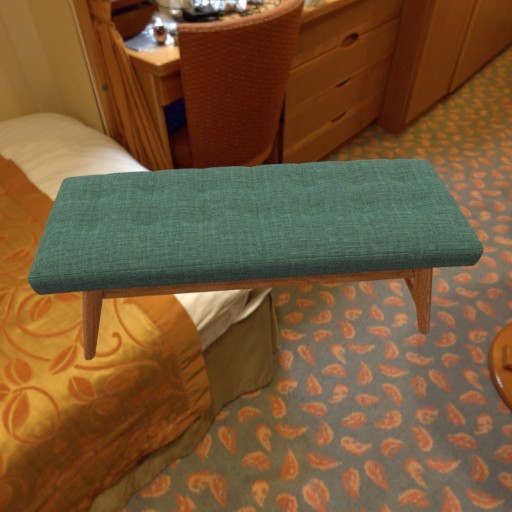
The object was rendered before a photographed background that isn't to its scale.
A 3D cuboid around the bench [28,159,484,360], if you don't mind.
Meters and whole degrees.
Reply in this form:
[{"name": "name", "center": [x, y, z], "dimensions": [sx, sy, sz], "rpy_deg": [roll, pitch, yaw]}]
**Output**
[{"name": "bench", "center": [0.000, 0.000, 1.331], "dimensions": [1.118, 0.432, 0.406], "rpy_deg": [-4, 46, -4]}]
